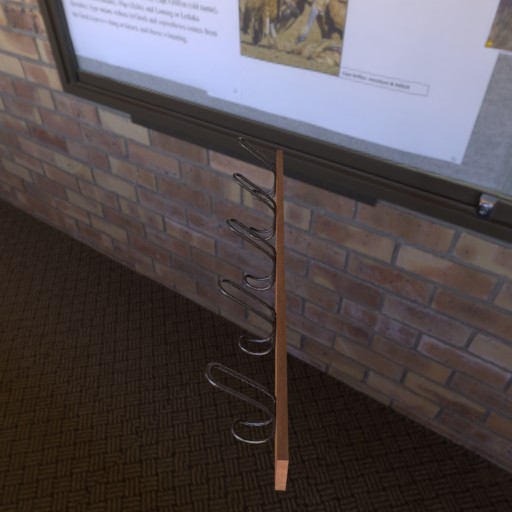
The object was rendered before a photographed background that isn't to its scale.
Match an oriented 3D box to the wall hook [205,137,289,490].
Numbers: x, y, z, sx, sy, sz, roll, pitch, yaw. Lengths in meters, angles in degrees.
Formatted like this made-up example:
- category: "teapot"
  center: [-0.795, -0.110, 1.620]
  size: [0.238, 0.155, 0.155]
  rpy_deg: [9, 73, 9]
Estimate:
- category: "wall hook"
  center: [0.000, 0.000, 0.598]
  size: [0.076, 0.116, 0.554]
  rpy_deg: [1, 42, 2]
